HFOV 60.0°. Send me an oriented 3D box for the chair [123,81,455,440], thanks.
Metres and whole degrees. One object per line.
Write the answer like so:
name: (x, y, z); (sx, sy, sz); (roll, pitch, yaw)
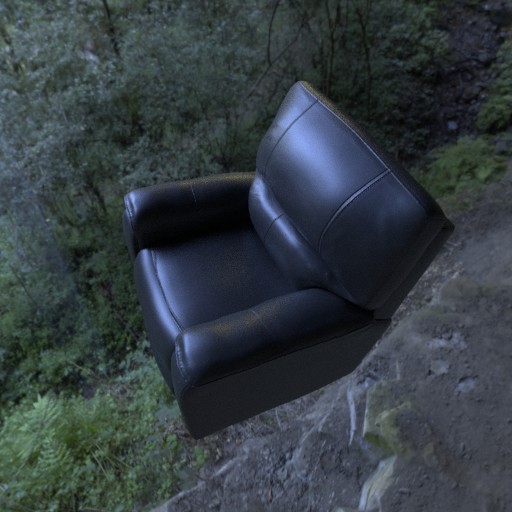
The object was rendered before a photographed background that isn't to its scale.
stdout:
chair: (0.000, 0.000, 1.966); (1.087, 1.109, 1.096); (-17, 49, -16)
